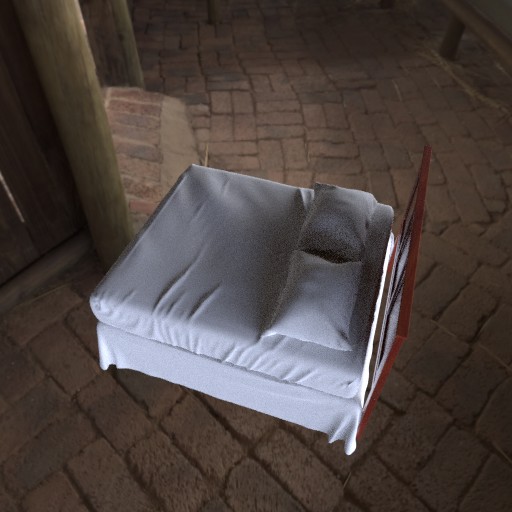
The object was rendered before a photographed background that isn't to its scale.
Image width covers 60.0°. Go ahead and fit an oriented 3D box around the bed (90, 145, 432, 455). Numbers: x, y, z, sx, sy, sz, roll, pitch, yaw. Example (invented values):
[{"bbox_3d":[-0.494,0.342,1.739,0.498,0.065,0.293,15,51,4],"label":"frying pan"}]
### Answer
[{"bbox_3d":[0.000,0.000,3.238,2.050,1.270,1.870,14,48,13],"label":"bed"}]
